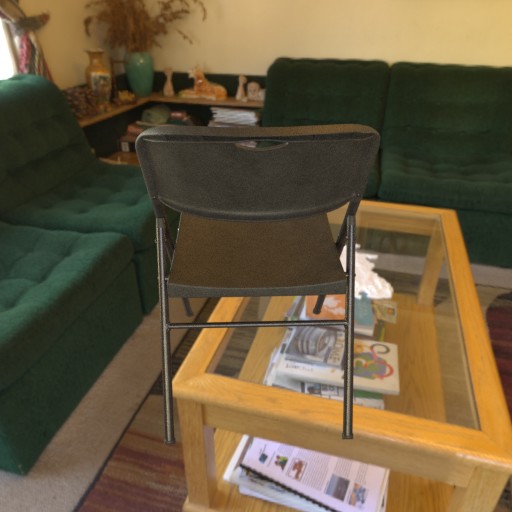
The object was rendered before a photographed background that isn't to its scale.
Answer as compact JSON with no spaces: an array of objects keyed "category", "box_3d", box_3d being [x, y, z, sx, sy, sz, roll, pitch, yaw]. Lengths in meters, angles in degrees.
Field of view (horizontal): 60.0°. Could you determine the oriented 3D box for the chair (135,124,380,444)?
[{"category":"chair","box_3d":[0.000,0.000,1.176,0.494,0.810,0.566,-1,30,-2]}]
